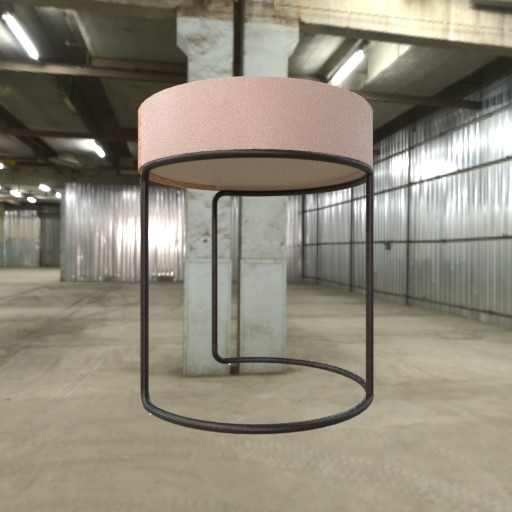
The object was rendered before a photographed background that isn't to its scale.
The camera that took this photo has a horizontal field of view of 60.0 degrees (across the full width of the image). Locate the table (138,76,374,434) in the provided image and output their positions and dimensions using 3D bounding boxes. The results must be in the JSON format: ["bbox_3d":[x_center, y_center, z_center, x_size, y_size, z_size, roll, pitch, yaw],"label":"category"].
[{"bbox_3d":[0.000,0.000,0.875,0.450,0.530,0.450,0,0,0],"label":"table"}]
